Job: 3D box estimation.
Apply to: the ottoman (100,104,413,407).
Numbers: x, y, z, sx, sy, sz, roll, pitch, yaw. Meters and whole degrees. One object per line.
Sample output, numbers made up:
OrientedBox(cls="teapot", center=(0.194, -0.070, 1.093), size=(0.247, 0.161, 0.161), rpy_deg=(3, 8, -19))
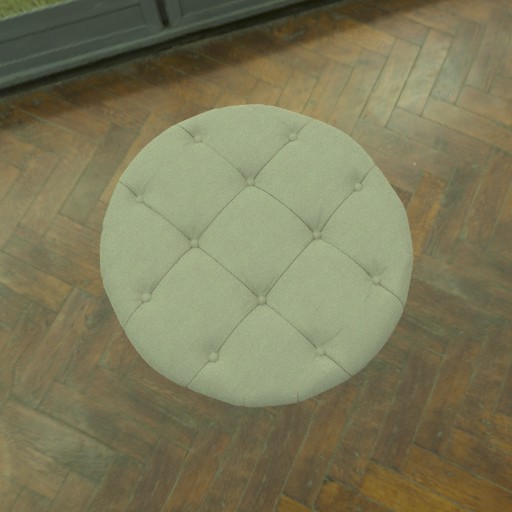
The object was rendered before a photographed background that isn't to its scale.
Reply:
OrientedBox(cls="ottoman", center=(0.000, 0.000, 1.416), size=(0.901, 0.439, 0.901), rpy_deg=(0, 76, 0))
